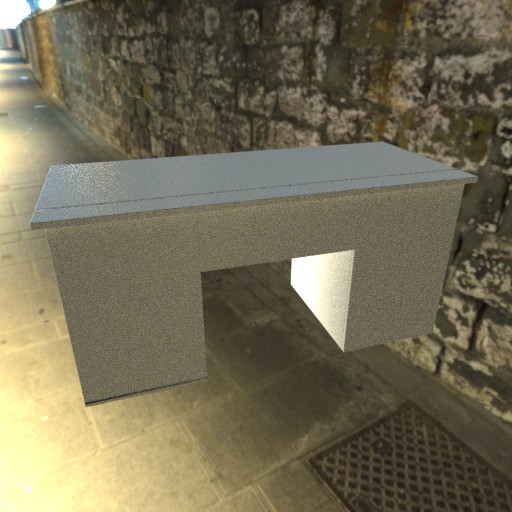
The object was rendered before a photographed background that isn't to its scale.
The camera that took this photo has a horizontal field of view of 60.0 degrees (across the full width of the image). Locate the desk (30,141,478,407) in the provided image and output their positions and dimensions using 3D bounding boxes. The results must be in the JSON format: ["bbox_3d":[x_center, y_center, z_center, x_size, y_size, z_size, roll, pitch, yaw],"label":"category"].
[{"bbox_3d":[0.000,0.000,1.944,1.580,0.760,0.670,-8,27,-16],"label":"desk"}]
